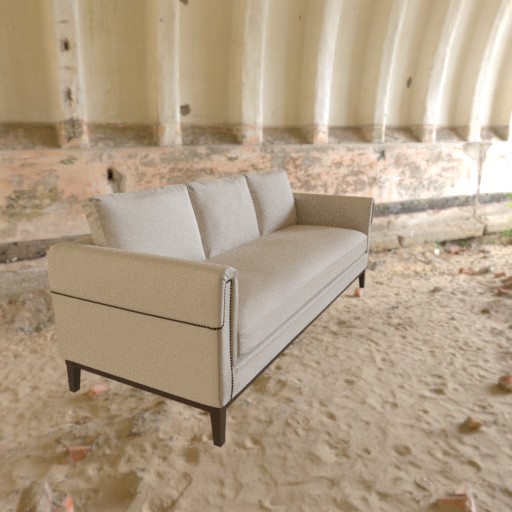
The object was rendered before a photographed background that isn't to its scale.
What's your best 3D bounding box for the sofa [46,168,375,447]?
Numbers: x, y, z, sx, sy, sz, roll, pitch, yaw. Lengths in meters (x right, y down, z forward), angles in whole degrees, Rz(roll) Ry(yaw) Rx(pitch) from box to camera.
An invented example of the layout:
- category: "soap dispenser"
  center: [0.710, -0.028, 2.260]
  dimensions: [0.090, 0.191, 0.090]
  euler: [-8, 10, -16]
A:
- category: "sofa"
  center: [0.000, 0.000, 2.666]
  dimensions: [0.902, 0.911, 2.198]
  euler: [8, 17, 27]
